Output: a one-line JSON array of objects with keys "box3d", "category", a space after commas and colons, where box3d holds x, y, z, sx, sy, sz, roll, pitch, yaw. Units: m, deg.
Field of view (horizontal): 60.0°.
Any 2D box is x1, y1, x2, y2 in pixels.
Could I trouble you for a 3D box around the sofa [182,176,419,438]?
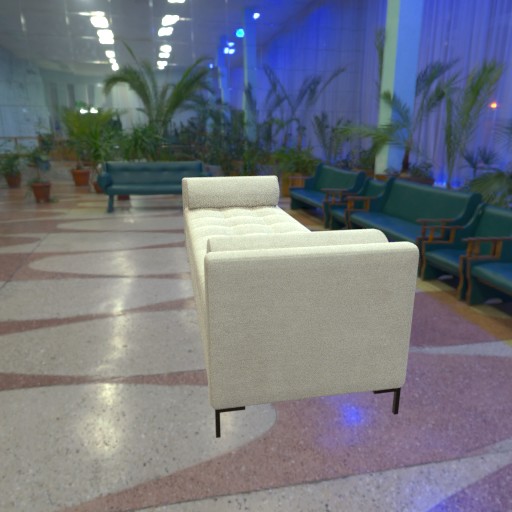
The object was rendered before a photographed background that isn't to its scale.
[{"box3d": [0.000, 0.000, 2.354, 0.686, 0.635, 1.981, -3, 17, -11], "category": "sofa"}]
